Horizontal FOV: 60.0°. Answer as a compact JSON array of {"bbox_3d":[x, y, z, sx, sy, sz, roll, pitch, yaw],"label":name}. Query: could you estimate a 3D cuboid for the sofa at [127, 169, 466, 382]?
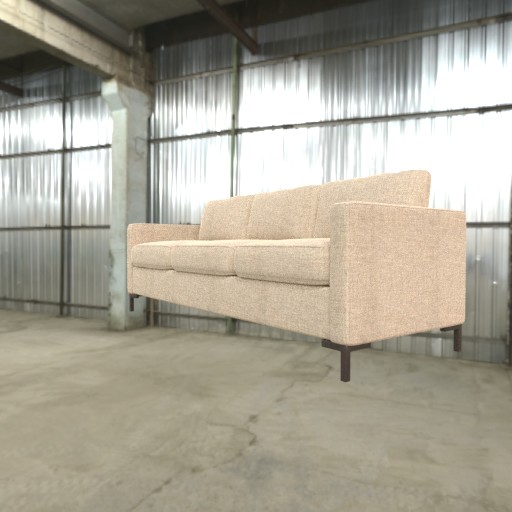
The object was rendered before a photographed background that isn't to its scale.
[{"bbox_3d":[0.000,0.000,2.730,0.859,0.874,2.218,-1,2,-36],"label":"sofa"}]
